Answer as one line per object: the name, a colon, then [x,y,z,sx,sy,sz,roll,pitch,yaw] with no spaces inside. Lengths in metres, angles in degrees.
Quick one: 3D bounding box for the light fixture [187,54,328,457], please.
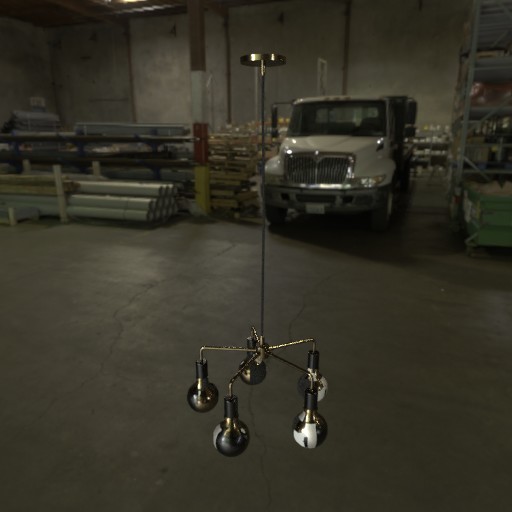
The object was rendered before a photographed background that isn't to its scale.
light fixture: [0.000,0.000,1.197,0.421,0.988,0.438,2,16,8]
